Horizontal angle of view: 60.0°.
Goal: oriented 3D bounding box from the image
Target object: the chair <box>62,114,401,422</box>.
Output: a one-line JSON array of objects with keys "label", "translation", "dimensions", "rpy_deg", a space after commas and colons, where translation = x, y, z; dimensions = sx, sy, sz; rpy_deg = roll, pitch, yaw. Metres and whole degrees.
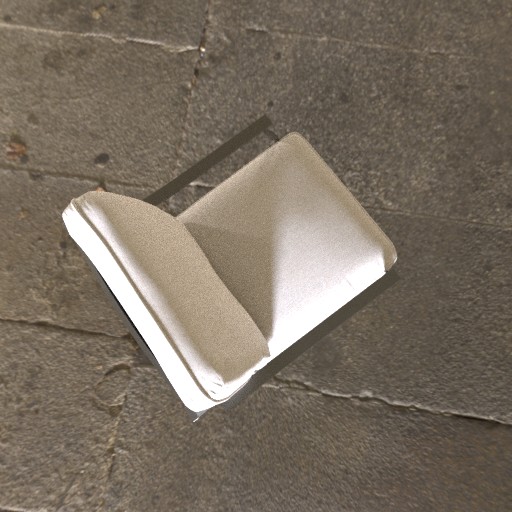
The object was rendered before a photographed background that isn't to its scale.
[{"label": "chair", "translation": [0.000, 0.000, 1.415], "dimensions": [0.787, 0.860, 0.650], "rpy_deg": [-36, 79, -8]}]
